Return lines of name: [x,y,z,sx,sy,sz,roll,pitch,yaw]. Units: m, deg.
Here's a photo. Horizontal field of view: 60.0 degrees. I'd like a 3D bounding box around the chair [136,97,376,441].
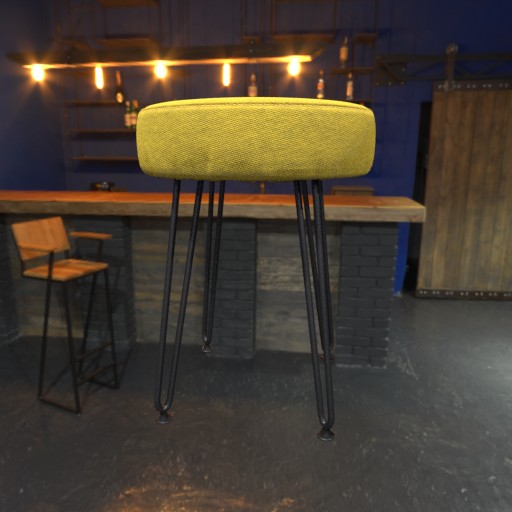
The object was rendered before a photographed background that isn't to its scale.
chair: [0.000,0.000,0.704,0.345,0.455,0.345,2,14,9]
